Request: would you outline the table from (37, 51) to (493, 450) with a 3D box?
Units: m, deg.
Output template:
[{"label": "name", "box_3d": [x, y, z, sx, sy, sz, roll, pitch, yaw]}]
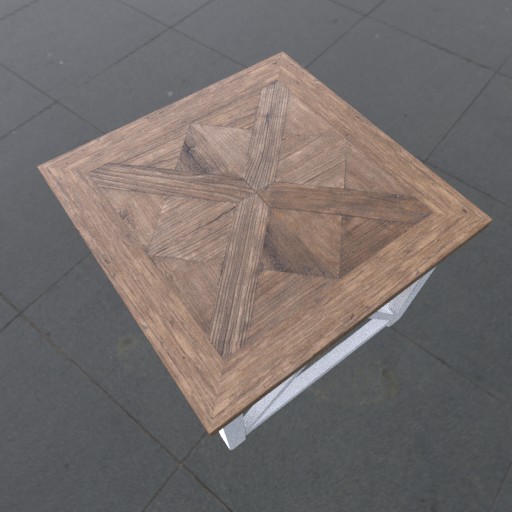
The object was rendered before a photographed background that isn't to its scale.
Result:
[{"label": "table", "box_3d": [0.000, 0.000, 1.179, 0.700, 0.532, 0.700, -32, 64, -18]}]
